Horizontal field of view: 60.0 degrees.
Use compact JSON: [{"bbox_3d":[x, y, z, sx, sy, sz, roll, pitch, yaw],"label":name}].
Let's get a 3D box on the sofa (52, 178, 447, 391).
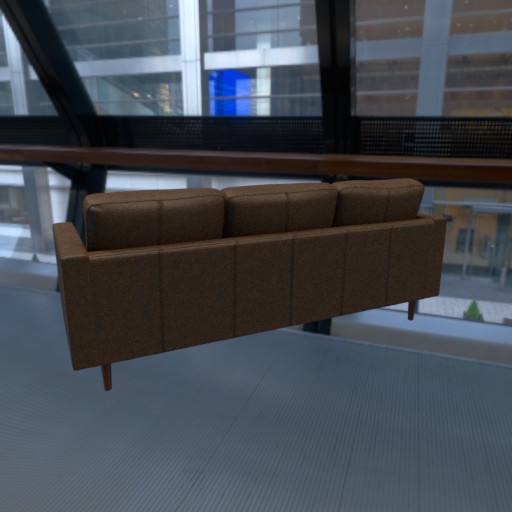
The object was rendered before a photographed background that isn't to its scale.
[{"bbox_3d":[0.000,0.000,2.738,2.231,0.930,0.903,-7,16,-25],"label":"sofa"}]
